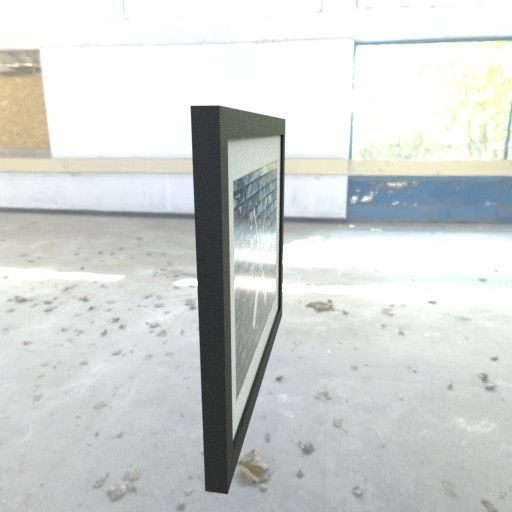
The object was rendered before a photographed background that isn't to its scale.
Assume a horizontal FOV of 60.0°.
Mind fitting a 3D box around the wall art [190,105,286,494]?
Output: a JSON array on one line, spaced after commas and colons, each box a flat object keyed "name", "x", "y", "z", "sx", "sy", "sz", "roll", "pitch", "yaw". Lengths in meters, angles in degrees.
[{"name": "wall art", "x": 0.000, "y": 0.000, "z": 0.753, "sx": 0.029, "sy": 0.457, "sz": 0.558, "roll": 3, "pitch": 16, "yaw": 10}]
